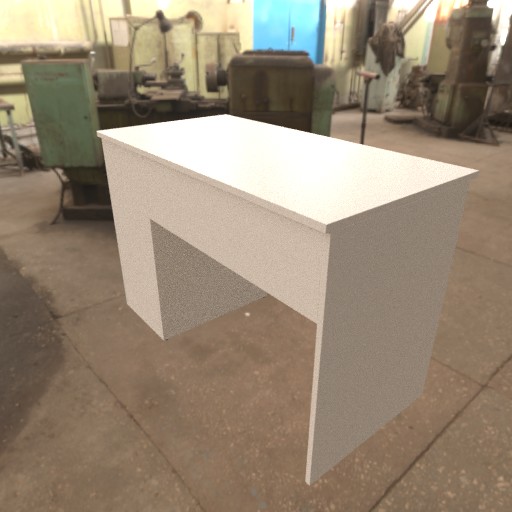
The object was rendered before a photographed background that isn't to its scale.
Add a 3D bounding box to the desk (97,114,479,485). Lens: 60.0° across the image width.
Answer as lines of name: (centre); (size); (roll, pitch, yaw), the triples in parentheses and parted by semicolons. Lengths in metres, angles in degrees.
desk: (0.000, 0.000, 1.505); (0.560, 0.735, 1.097); (-20, 33, -34)
